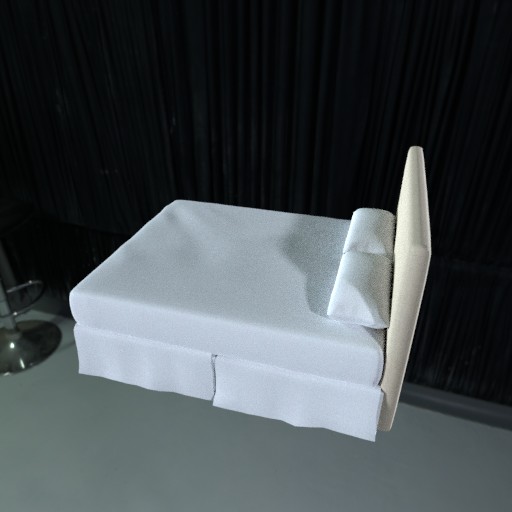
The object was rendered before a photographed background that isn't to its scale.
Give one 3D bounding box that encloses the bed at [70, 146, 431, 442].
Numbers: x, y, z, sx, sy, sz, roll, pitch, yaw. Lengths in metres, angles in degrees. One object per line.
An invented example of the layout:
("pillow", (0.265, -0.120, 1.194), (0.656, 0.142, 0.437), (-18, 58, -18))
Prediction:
("bed", (0.000, 0.000, 3.213), (2.142, 1.330, 1.723), (9, 31, 14))
